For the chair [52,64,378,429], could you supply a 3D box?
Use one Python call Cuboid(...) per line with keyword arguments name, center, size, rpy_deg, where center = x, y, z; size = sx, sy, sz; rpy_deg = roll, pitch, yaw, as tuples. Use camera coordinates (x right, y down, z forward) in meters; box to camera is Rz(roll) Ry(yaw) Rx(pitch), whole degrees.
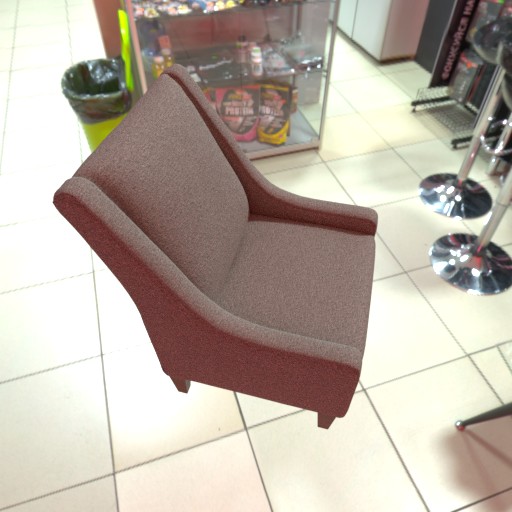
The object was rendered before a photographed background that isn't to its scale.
Cuboid(name="chair", center=(0.000, 0.000, 1.613), size=(0.870, 1.016, 0.774), rpy_deg=(11, 48, 10))
